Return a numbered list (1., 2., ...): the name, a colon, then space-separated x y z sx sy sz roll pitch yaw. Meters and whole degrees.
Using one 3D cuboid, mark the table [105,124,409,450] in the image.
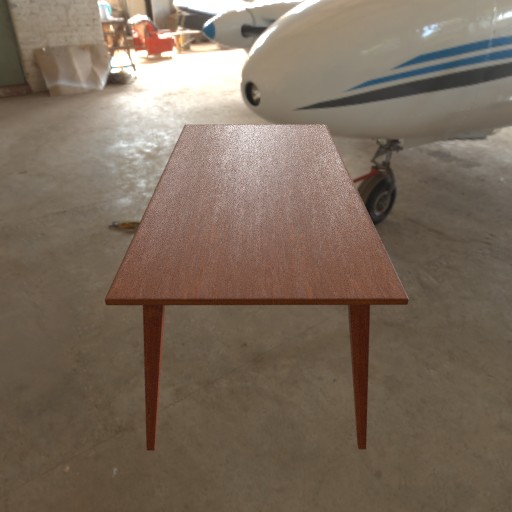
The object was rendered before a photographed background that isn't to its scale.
1. table: 0.000 0.000 2.055 0.811 0.755 1.609 0 33 0
